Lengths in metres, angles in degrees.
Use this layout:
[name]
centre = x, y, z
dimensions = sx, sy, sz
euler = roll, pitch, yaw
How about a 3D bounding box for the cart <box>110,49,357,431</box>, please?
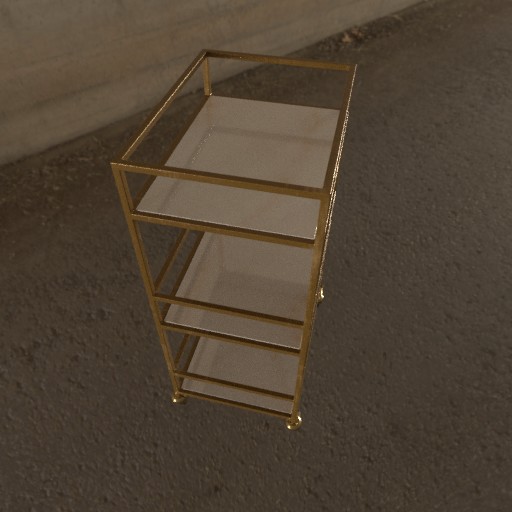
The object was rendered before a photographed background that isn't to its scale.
[cart]
centre = 0.000, 0.000, 1.015
dimensions = 0.332, 0.761, 0.483
euler = 10, 47, 9
